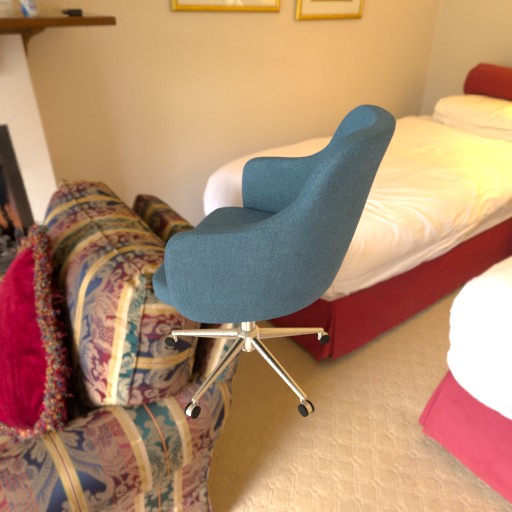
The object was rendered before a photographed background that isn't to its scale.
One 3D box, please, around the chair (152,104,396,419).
[{"bbox_3d":[0.000,0.000,1.276,0.655,0.820,0.599,9,32,15],"label":"chair"}]
